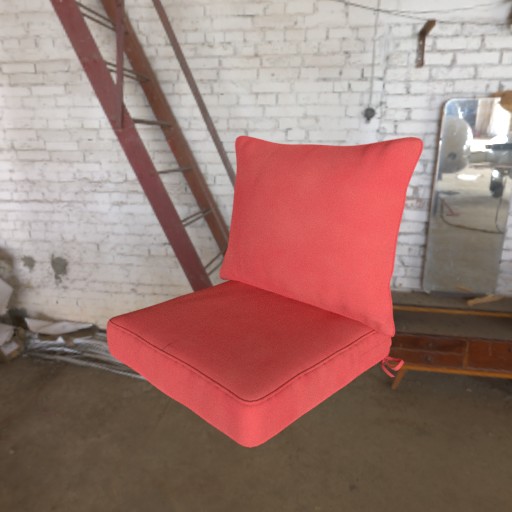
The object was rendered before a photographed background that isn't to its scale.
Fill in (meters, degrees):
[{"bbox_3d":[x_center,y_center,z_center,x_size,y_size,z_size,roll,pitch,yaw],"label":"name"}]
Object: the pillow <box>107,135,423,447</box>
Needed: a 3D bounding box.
[{"bbox_3d":[0.000,0.000,1.395,0.798,0.725,0.733,15,22,42],"label":"pillow"}]
